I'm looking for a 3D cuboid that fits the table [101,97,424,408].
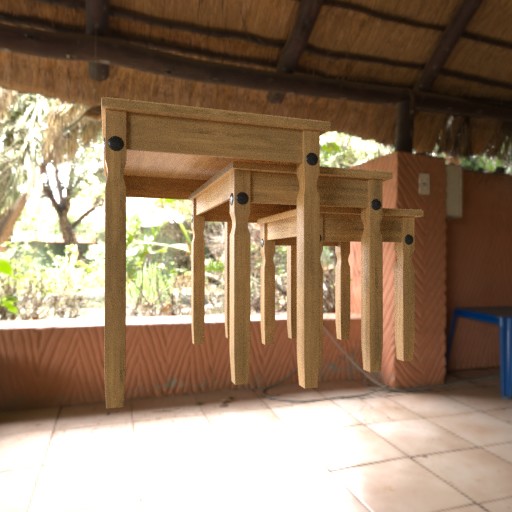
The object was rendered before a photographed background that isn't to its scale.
[{"bbox_3d":[0.000,0.000,1.185,0.773,0.535,0.660,0,-1,-18],"label":"table"}]
